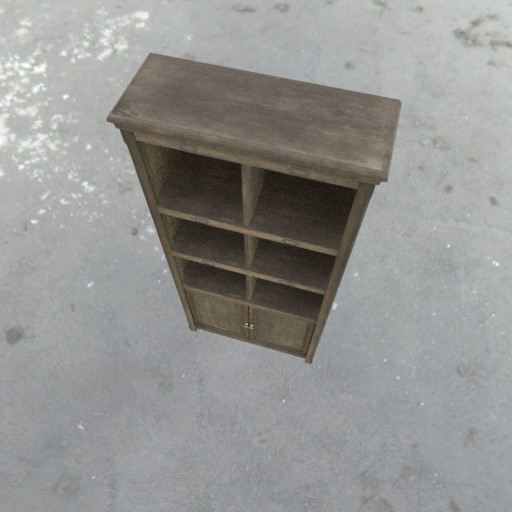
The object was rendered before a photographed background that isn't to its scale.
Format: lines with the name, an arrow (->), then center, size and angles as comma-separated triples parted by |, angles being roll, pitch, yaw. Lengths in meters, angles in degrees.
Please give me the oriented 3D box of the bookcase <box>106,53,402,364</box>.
bookcase -> 0.000, 0.000, 2.245 | 0.906, 1.880, 0.348 | 14, 60, 8
